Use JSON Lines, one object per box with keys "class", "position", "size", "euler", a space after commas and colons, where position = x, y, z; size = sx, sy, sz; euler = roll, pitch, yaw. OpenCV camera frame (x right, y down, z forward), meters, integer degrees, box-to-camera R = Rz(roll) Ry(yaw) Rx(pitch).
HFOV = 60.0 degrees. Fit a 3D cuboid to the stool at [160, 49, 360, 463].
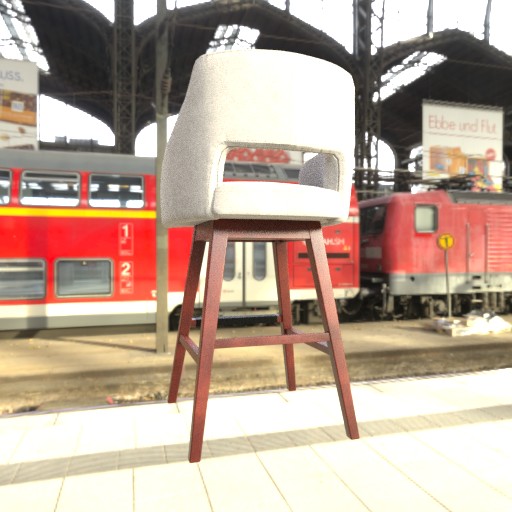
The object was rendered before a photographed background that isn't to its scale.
{"class": "stool", "position": [0.000, 0.000, 1.348], "size": [0.548, 1.012, 0.558], "euler": [0, 0, -18]}
